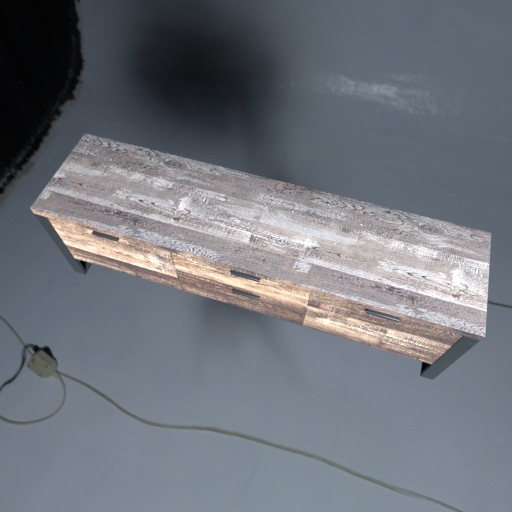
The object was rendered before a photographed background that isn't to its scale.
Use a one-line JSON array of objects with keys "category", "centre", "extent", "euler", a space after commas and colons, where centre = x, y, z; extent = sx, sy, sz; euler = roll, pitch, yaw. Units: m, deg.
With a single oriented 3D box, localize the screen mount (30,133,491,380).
[{"category": "screen mount", "centre": [0.000, 0.000, 1.697], "extent": [1.524, 0.450, 0.395], "euler": [15, 60, 9]}]
